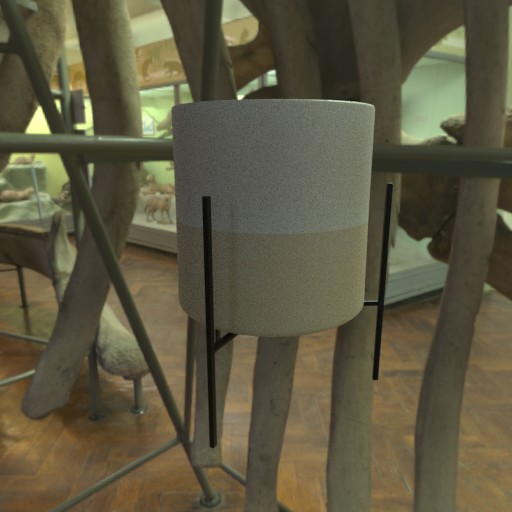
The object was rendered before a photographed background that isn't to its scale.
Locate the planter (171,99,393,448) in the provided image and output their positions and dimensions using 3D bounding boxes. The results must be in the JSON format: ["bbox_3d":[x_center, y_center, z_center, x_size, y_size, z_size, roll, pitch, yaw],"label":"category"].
[{"bbox_3d":[0.000,0.000,0.569,0.267,0.362,0.263,14,20,43],"label":"planter"}]
